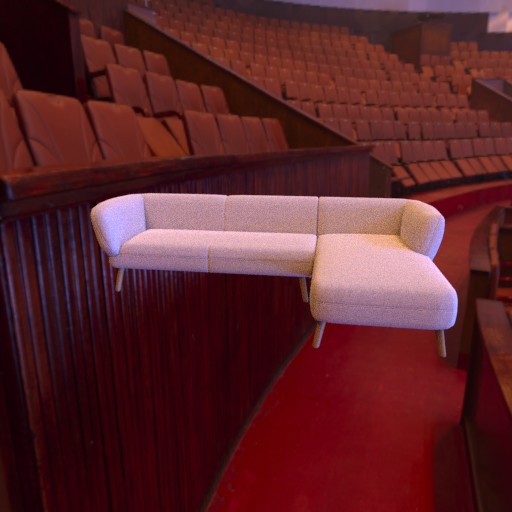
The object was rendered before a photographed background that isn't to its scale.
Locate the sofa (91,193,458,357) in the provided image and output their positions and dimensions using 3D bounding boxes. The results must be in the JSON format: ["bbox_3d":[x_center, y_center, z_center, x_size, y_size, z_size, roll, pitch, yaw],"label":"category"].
[{"bbox_3d":[0.000,0.000,3.337,2.660,0.730,1.610,2,16,9],"label":"sofa"}]
